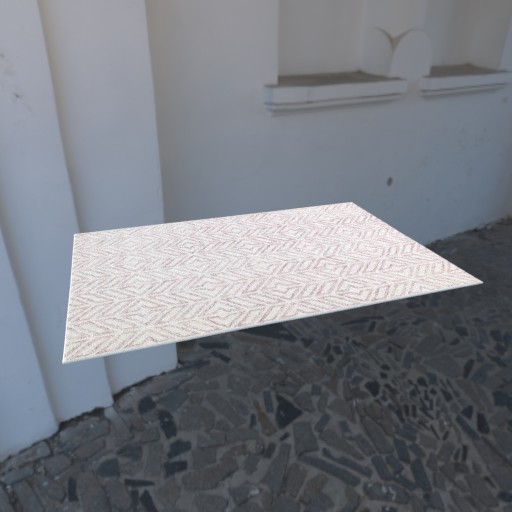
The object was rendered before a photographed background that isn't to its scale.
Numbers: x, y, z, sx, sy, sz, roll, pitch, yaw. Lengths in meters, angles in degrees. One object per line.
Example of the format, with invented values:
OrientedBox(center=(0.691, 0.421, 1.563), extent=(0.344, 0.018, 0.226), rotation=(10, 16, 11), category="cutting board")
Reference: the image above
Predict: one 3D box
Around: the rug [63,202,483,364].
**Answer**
OrientedBox(center=(0.000, 0.000, 2.326), extent=(1.828, 0.007, 1.220), rotation=(-8, 27, -17), category="rug")
